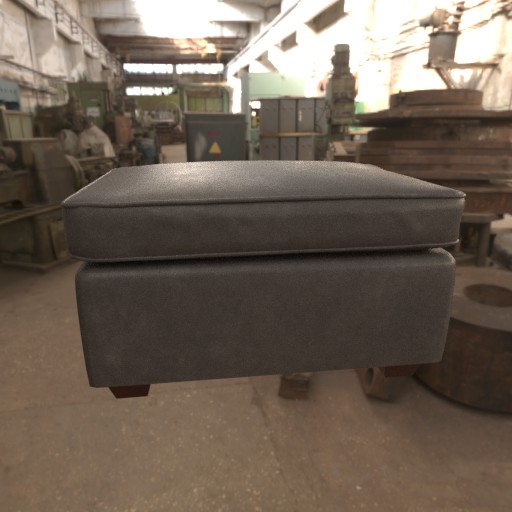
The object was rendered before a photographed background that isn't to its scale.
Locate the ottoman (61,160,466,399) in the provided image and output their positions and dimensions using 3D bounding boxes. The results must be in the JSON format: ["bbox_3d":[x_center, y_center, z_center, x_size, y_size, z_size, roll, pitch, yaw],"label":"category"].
[{"bbox_3d":[0.000,0.000,1.094,0.756,0.445,0.554,-2,18,-7],"label":"ottoman"}]
